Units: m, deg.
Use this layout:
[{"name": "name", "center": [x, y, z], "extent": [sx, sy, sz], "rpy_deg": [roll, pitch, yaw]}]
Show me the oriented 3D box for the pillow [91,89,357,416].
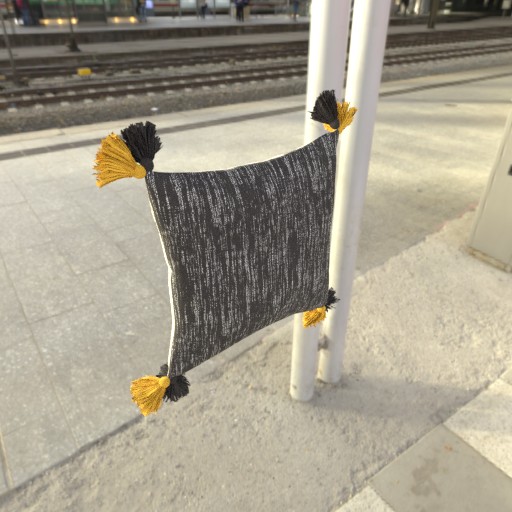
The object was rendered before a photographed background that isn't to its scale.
[{"name": "pillow", "center": [0.000, 0.000, 0.989], "extent": [0.654, 0.659, 0.139], "rpy_deg": [-21, 36, -32]}]
